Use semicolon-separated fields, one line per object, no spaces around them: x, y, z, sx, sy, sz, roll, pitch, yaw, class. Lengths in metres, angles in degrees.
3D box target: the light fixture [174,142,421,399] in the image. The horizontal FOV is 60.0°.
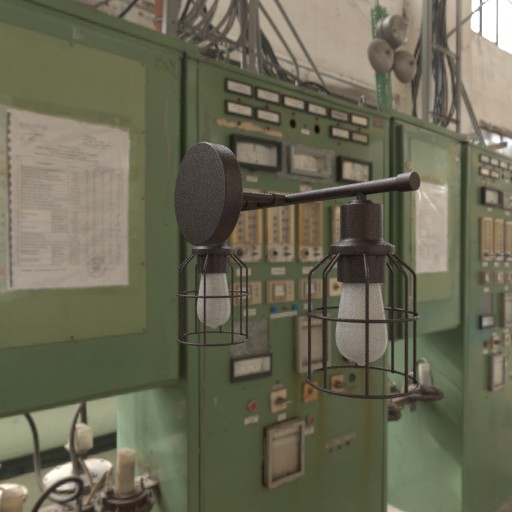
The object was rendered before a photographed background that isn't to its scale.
0.000;0.000;0.547;0.165;0.254;0.406;0;0;-37;light fixture
